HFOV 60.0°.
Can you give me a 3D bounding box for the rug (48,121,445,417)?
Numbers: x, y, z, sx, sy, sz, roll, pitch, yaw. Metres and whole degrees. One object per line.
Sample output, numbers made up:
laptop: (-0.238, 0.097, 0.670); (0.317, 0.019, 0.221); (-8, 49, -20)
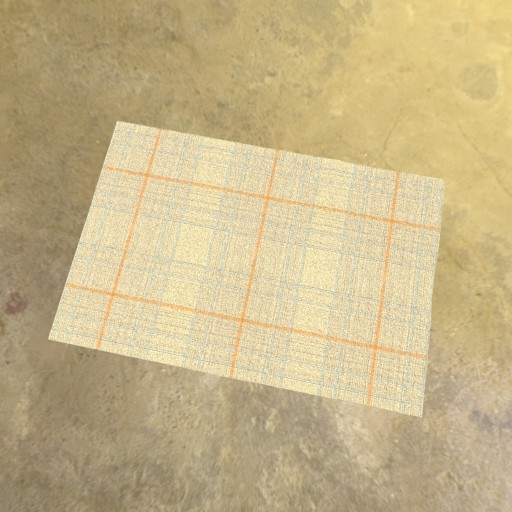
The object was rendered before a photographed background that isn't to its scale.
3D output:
rug: (0.000, 0.000, 2.270); (1.825, 0.015, 1.232); (11, 75, 3)
